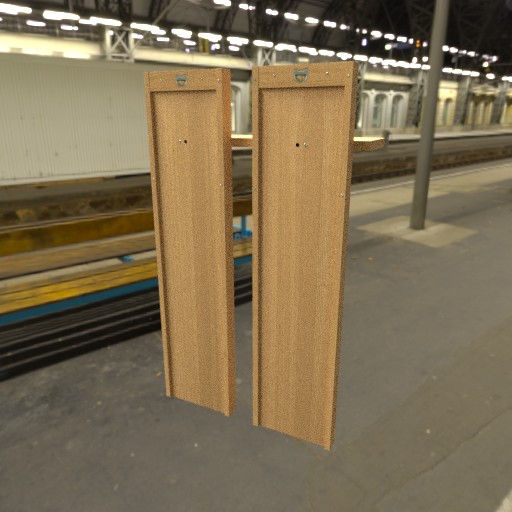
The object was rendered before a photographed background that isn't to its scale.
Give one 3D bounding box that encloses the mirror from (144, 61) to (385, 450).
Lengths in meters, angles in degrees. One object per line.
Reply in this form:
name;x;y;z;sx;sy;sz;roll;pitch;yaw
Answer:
mirror;0.000;0.000;1.617;0.800;1.250;0.260;9;19;25
